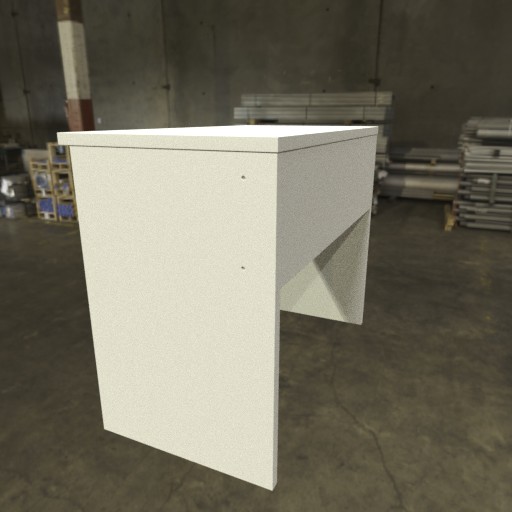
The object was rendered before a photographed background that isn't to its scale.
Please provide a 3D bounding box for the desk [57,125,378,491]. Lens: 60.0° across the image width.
[{"bbox_3d":[0.000,0.000,1.322,0.498,0.729,0.900,8,19,24],"label":"desk"}]
